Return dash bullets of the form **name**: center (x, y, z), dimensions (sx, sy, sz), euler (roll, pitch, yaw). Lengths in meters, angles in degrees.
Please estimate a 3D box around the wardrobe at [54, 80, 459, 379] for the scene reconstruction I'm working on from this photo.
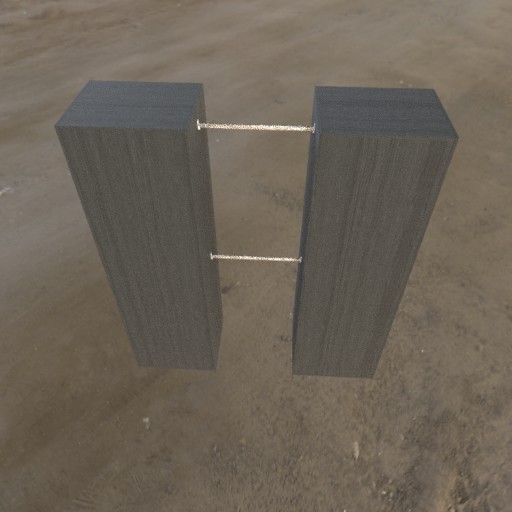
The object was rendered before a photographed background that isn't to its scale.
- **wardrobe**: center (0.000, 0.000, 2.807), dimensions (1.770, 2.000, 0.480), euler (2, 45, 2)
